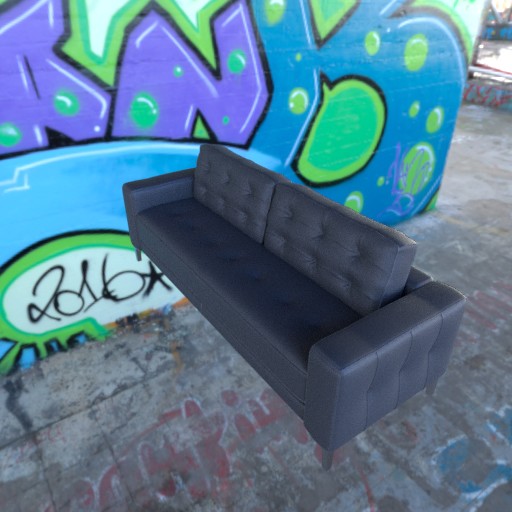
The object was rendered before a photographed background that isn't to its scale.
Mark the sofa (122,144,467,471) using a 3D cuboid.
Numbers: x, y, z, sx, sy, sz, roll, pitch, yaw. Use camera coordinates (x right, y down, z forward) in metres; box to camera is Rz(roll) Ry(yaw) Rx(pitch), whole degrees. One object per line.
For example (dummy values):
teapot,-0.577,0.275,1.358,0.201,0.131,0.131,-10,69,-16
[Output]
sofa,0.000,0.000,2.703,0.833,0.893,2.275,-20,36,-29
